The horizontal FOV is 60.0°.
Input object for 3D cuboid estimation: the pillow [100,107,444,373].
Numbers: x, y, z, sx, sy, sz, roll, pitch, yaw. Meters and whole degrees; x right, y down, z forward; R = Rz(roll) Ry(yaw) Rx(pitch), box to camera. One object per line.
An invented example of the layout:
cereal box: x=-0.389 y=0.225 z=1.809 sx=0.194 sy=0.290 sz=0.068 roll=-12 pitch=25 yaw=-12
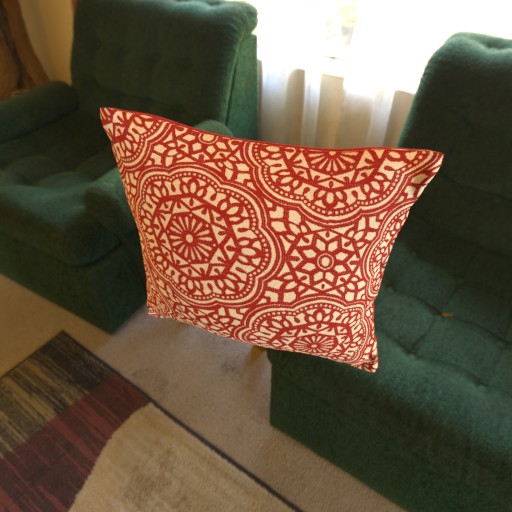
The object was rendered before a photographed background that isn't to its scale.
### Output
pillow: x=0.000 y=0.000 z=0.678 sx=0.438 sy=0.419 sz=0.162 roll=12 pitch=42 yaw=13
